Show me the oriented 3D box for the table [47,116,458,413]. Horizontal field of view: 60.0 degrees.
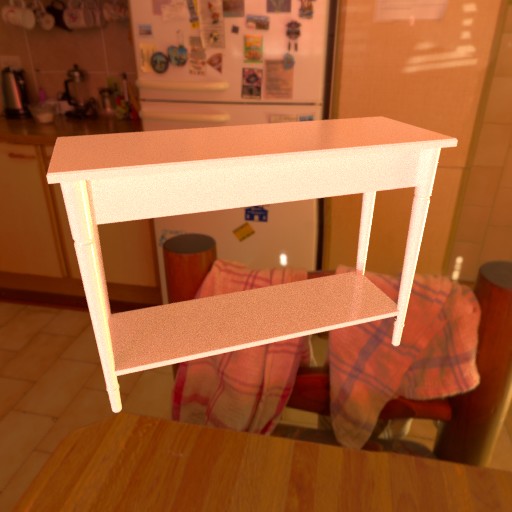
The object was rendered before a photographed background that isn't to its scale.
[{"bbox_3d":[0.000,0.000,1.421,1.067,0.749,0.381,-9,28,-17],"label":"table"}]
